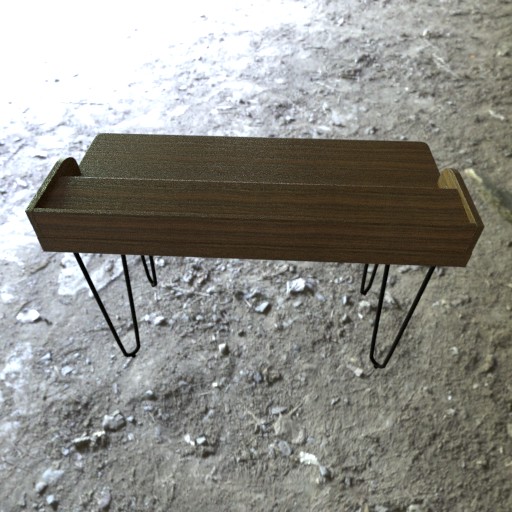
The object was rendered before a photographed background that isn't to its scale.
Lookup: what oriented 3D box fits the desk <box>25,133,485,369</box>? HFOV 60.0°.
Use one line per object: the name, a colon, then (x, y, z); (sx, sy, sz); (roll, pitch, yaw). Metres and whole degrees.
desk: (0.000, 0.000, 1.652); (1.200, 0.854, 0.565); (2, 46, 2)
